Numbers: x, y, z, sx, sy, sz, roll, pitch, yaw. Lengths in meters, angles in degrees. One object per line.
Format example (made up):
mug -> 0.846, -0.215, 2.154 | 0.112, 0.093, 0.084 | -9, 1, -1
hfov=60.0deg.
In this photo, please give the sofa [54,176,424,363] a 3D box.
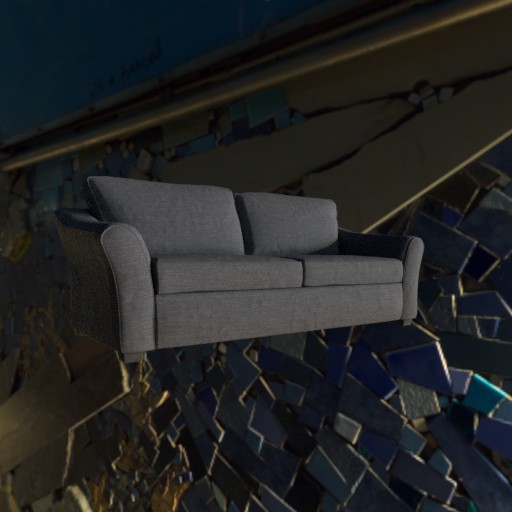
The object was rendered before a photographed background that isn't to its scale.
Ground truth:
sofa -> 0.000, 0.000, 2.856 | 2.270, 0.950, 0.971 | 0, 0, -34
